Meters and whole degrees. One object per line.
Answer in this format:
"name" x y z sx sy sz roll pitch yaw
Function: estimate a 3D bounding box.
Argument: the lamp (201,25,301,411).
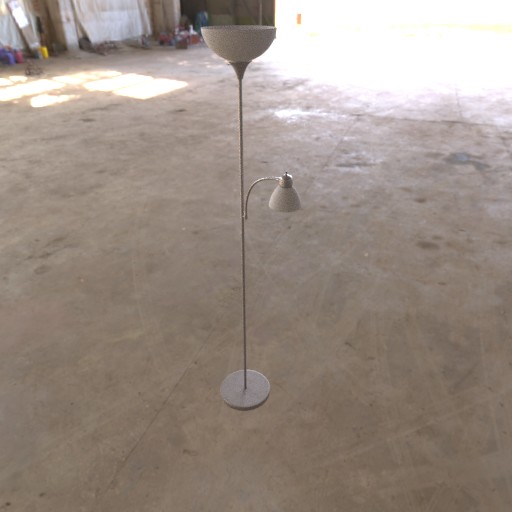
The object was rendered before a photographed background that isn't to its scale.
"lamp" 0.000 0.000 1.972 0.425 1.804 0.279 23 37 33
